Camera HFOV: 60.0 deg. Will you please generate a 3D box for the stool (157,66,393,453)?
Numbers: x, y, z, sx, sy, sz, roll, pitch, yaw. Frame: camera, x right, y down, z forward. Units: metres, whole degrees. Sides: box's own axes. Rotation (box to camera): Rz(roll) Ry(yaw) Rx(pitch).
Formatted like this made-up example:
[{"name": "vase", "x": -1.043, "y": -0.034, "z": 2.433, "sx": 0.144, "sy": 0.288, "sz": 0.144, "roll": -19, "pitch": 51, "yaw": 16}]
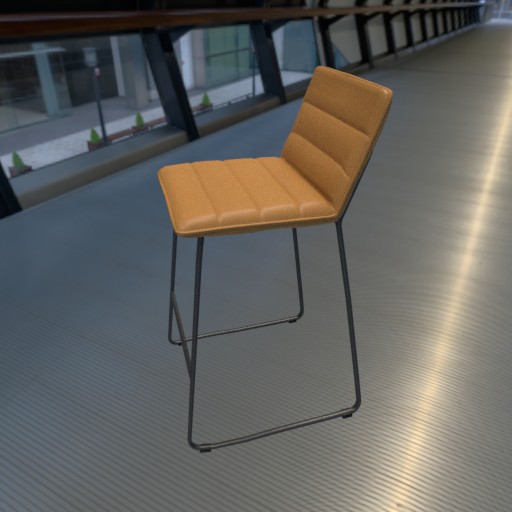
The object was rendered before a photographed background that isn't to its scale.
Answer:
[{"name": "stool", "x": 0.000, "y": 0.000, "z": 1.247, "sx": 0.524, "sy": 0.936, "sz": 0.489, "roll": -9, "pitch": 32, "yaw": -14}]
